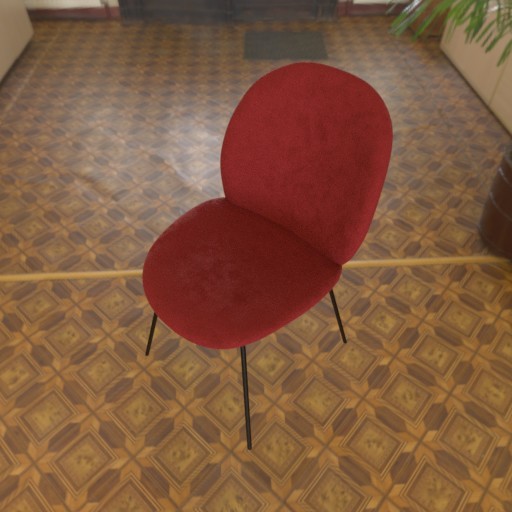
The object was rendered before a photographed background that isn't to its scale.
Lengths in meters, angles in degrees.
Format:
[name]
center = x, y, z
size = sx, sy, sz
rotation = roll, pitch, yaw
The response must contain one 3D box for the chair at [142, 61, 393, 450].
[chair]
center = 0.000, 0.000, 1.148
size = 0.458, 0.791, 0.587
rotation = 33, 55, 27
